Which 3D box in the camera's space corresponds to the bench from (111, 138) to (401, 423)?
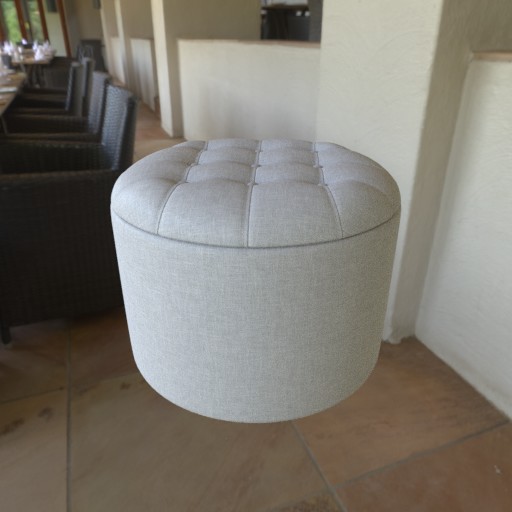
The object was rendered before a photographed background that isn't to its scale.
[{"bbox_3d":[0.000,0.000,1.014,0.600,0.453,0.600,0,26,0],"label":"bench"}]
